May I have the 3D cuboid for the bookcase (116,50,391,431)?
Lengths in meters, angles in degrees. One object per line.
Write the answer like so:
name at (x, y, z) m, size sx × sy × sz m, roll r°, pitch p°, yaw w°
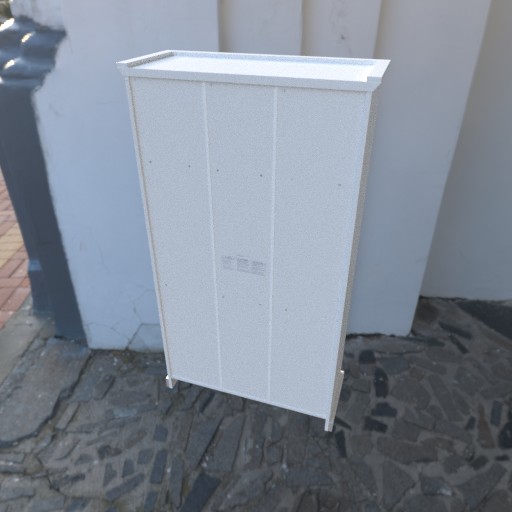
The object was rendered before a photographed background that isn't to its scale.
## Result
bookcase at (0.000, 0.000, 2.315) m, size 1.050 × 1.880 × 0.432 m, roll 10°, pitch 33°, yaw 16°
